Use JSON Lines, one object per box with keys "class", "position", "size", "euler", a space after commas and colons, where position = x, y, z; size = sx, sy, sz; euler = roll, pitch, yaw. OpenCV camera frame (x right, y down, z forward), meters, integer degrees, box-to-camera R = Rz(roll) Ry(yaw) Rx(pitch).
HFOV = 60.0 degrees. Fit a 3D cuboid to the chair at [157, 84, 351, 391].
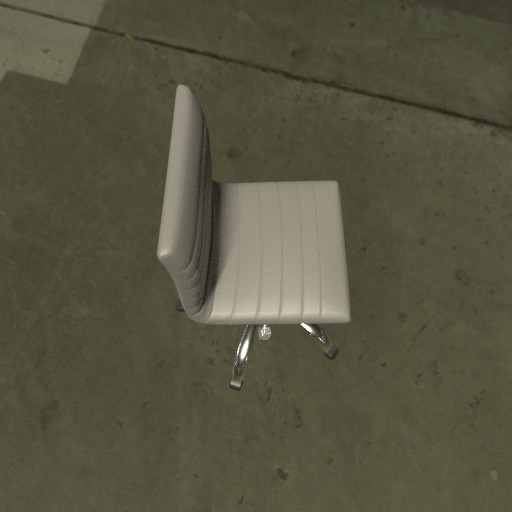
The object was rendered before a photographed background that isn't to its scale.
{"class": "chair", "position": [0.000, 0.000, 1.145], "size": [0.530, 0.780, 0.556], "euler": [0, 64, 0]}
